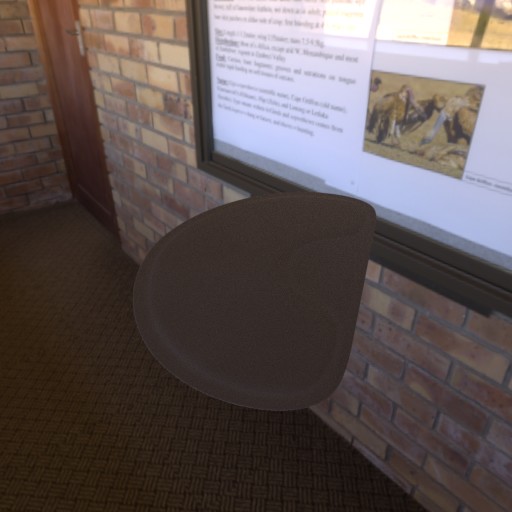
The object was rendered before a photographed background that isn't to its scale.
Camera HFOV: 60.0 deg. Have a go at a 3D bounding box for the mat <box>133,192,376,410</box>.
[{"bbox_3d":[0.000,0.000,1.872,0.913,0.013,1.524,9,32,15],"label":"mat"}]
